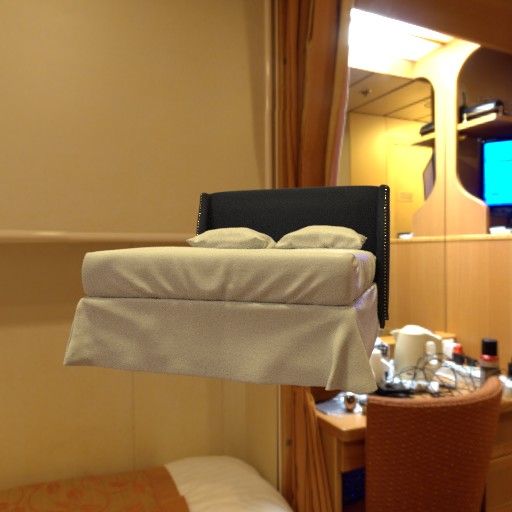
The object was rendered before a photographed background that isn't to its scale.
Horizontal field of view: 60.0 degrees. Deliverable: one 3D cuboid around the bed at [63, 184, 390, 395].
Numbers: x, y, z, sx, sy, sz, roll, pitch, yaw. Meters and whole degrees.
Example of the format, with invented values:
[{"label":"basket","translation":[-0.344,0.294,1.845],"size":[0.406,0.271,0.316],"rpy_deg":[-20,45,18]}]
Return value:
[{"label":"bed","translation":[0.000,0.000,3.421],"size":[1.925,1.332,2.276],"rpy_deg":[0,1,18]}]
